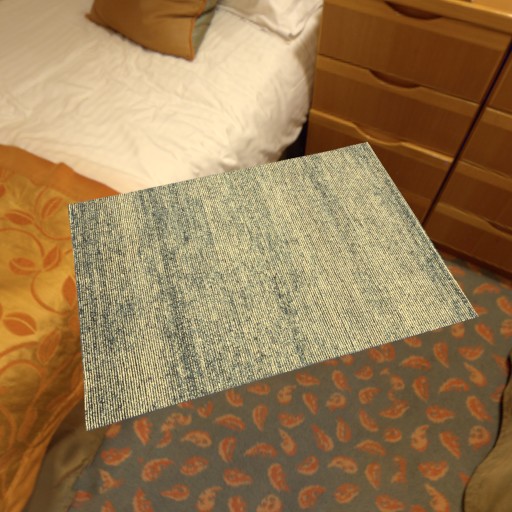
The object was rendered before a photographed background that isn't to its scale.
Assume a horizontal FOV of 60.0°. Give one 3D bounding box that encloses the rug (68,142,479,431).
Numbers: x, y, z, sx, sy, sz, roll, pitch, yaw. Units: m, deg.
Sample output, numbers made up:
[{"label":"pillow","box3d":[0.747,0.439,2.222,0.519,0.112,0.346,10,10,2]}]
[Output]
[{"label":"rug","box3d":[0.000,0.000,2.931,2.349,0.030,1.624,-14,57,-9]}]
